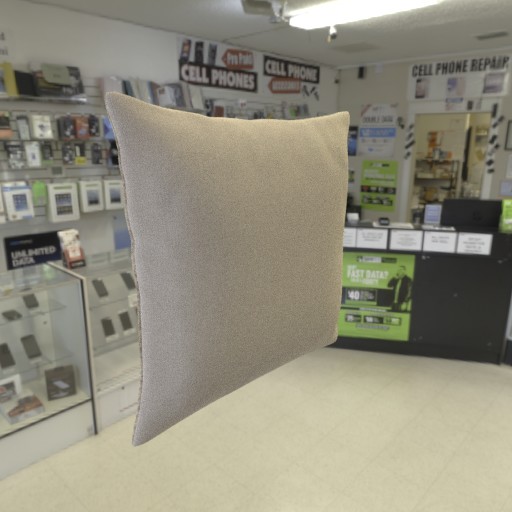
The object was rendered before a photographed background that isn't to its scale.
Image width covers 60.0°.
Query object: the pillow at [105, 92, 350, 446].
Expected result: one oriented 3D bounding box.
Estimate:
[{"bbox_3d":[0.000,0.000,0.784,0.523,0.510,0.166,-14,20,-43],"label":"pillow"}]
